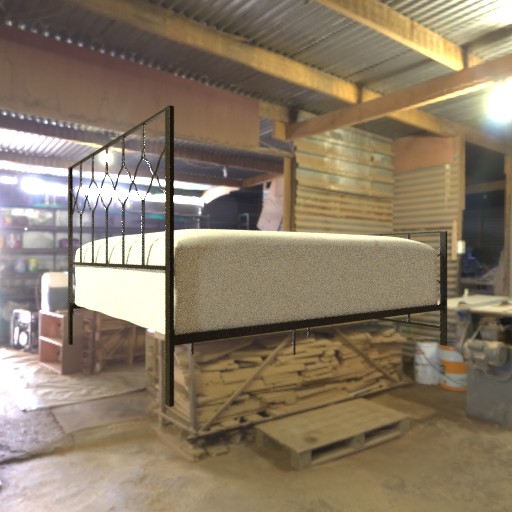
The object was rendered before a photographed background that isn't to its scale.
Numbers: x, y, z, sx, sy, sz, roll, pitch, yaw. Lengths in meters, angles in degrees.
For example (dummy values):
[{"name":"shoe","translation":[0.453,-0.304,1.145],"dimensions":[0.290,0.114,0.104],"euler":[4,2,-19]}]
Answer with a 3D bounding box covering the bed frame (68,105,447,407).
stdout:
[{"name":"bed frame","translation":[0.000,0.000,3.048],"dimensions":[2.063,1.222,1.597],"euler":[0,0,-37]}]
